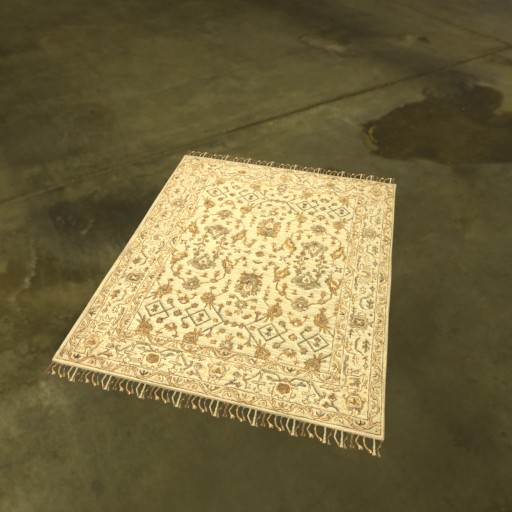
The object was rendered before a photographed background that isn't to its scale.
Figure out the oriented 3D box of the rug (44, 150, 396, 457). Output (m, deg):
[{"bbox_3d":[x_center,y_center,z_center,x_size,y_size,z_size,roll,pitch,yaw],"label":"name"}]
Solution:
[{"bbox_3d":[0.000,0.000,4.029,2.426,0.034,3.061,10,46,10],"label":"rug"}]
